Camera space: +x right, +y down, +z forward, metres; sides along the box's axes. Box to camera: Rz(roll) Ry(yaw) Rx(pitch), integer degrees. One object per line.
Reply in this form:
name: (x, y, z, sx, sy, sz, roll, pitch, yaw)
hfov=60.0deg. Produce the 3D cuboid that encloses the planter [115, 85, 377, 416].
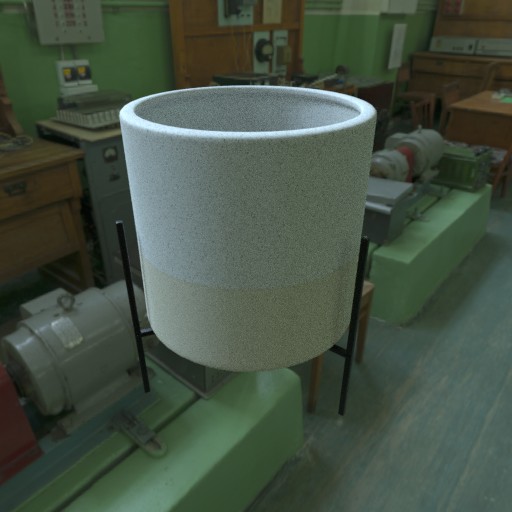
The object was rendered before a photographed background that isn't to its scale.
planter: (0.000, 0.000, 0.644, 0.335, 0.423, 0.313, 21, 36, 32)
